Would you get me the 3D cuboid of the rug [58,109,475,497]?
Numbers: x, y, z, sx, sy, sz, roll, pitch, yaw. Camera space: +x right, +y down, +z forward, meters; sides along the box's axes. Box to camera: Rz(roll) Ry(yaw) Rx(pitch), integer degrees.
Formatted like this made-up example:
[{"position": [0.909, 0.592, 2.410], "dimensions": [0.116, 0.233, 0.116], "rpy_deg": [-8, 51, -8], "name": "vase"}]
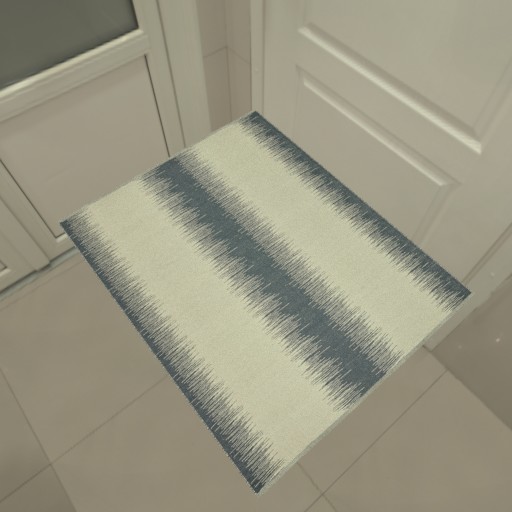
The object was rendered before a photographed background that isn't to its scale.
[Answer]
[{"position": [0.000, 0.000, 4.050], "dimensions": [2.453, 0.004, 3.037], "rpy_deg": [-35, 65, -19], "name": "rug"}]
